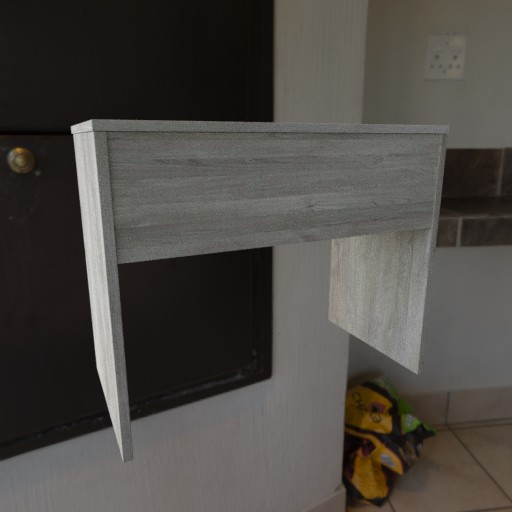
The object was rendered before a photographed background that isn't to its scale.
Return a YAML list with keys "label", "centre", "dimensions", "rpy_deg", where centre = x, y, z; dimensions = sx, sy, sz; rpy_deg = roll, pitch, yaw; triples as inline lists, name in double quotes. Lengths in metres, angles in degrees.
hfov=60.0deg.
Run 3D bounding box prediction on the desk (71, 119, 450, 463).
- label: "desk"
  centre: [0.000, 0.000, 1.287]
  dimensions: [0.893, 0.724, 0.498]
  rpy_deg: [-7, 16, -25]
